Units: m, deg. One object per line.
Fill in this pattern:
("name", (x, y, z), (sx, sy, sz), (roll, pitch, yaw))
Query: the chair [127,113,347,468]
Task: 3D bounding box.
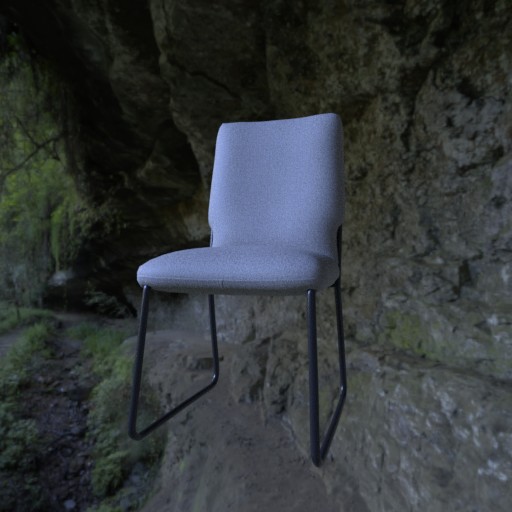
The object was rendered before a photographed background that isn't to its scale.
("chair", (0.000, 0.000, 1.190), (0.448, 0.864, 0.560), (0, 0, 18))
